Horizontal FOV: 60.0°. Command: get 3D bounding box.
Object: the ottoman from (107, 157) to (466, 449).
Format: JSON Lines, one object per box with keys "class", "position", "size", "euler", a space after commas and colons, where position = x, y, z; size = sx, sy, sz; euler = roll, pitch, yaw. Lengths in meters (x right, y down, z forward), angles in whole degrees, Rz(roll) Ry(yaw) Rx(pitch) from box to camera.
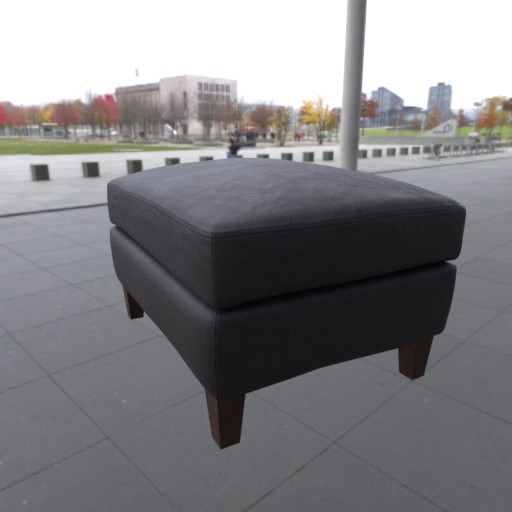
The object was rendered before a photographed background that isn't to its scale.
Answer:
{"class": "ottoman", "position": [0.000, 0.000, 1.252], "size": [0.659, 0.529, 0.887], "euler": [-9, 18, -28]}
